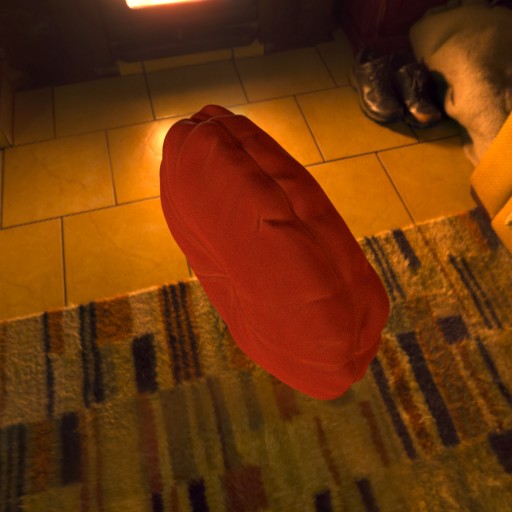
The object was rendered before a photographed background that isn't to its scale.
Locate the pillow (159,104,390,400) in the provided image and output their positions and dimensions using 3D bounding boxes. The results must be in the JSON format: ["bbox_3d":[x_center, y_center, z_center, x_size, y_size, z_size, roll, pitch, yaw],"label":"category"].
[{"bbox_3d":[0.000,0.000,0.621,0.148,0.407,0.428,-31,64,-17],"label":"pillow"}]
